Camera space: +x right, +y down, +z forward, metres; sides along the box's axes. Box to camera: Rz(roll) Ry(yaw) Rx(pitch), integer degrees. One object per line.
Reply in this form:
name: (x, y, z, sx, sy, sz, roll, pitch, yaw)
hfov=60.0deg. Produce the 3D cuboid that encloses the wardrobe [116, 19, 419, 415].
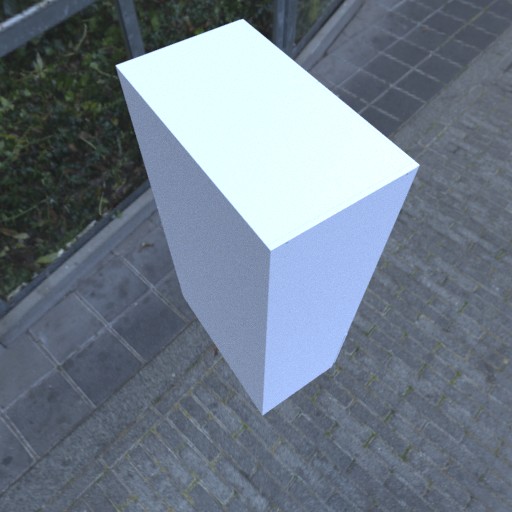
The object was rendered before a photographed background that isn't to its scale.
wardrobe: (0.000, 0.000, 2.251, 0.577, 1.808, 0.991, -30, 62, -18)
